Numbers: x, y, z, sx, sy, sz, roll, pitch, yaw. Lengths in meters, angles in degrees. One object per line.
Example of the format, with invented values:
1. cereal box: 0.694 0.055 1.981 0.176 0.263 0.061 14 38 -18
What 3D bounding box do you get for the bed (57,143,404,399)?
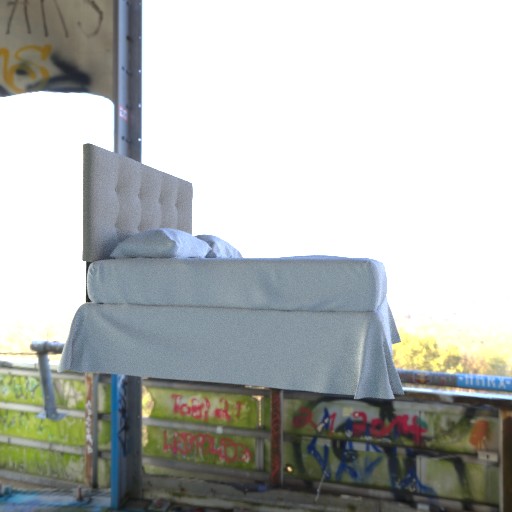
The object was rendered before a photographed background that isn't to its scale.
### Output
1. bed: 0.000 0.000 3.550 2.222 1.577 1.936 0 -1 18
